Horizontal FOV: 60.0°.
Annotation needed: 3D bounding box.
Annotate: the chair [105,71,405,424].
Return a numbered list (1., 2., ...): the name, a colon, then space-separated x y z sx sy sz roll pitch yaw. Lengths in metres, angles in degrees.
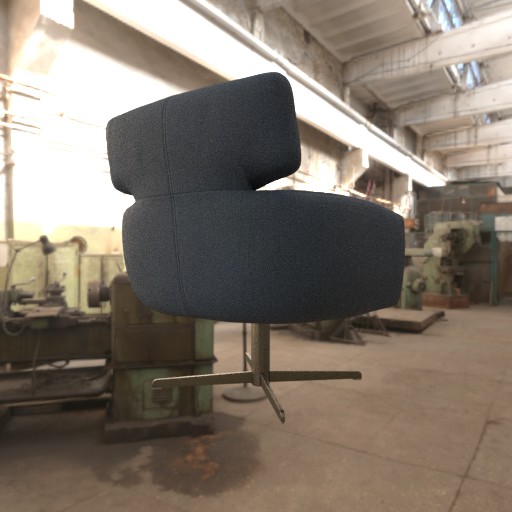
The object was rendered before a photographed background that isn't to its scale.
1. chair: 0.000 0.000 1.384 0.738 0.813 0.761 0 0 36
